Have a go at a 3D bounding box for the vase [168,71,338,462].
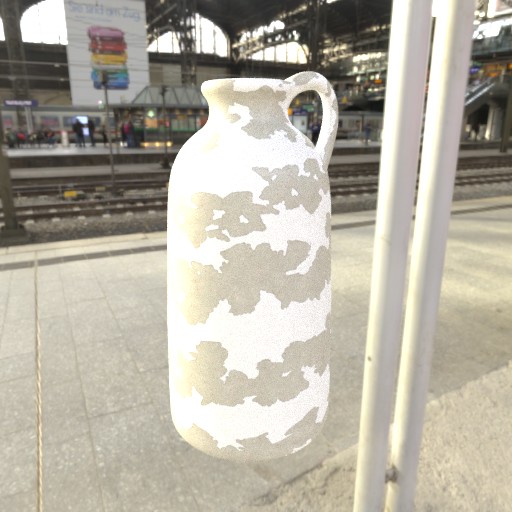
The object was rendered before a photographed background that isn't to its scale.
[{"bbox_3d":[0.000,0.000,0.485,0.203,0.382,0.186,-8,18,-27],"label":"vase"}]
